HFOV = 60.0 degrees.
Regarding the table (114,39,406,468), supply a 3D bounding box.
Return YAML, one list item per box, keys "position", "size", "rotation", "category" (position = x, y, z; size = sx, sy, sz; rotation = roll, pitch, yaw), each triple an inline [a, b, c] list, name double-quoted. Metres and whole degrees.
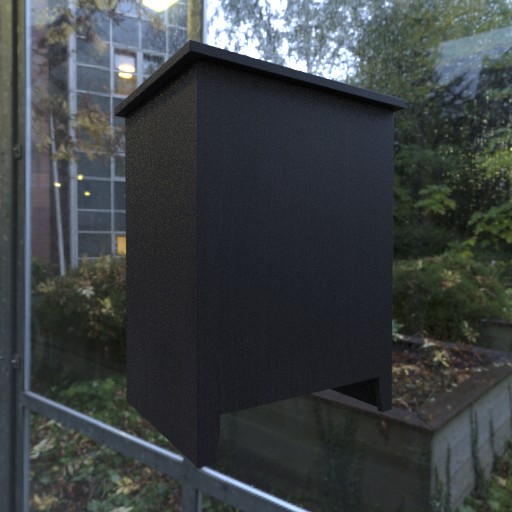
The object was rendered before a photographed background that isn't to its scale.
- position: [0.000, 0.000, 0.935]
  size: [0.480, 0.635, 0.381]
  rotation: [-1, 1, -33]
  category: "table"
